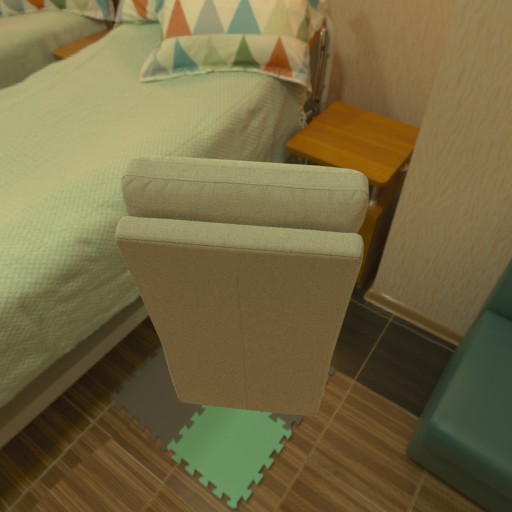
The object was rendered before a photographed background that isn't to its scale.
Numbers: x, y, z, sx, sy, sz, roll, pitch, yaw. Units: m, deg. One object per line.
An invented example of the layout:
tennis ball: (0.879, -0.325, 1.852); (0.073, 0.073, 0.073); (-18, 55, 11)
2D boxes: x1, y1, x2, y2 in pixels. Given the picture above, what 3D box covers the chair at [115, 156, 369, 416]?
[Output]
chair: (0.000, 0.000, 1.342); (0.503, 0.927, 0.698); (5, 47, 4)
